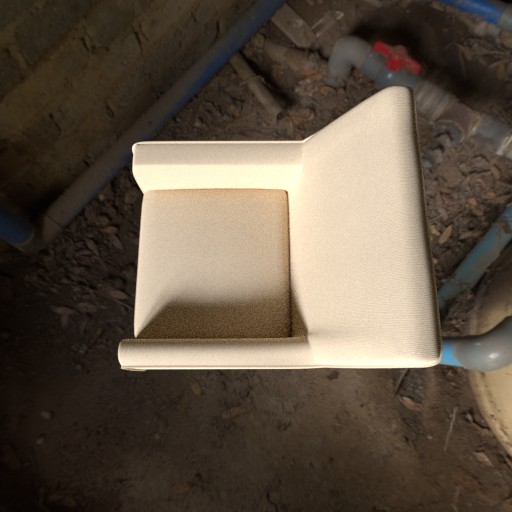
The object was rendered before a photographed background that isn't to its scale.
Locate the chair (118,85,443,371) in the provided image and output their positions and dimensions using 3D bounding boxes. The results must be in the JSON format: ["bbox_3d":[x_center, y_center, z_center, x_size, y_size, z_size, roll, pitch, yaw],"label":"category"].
[{"bbox_3d":[0.000,0.000,1.567,0.899,0.919,0.780,0,75,0],"label":"chair"}]
